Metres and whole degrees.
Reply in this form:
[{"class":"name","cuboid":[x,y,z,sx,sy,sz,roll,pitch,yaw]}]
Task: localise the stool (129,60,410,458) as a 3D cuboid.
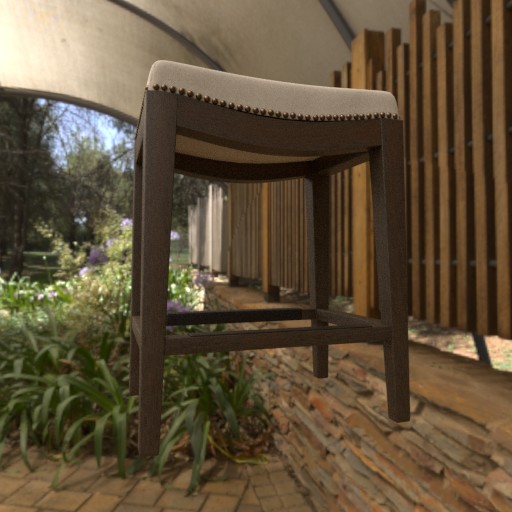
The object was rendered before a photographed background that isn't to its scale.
[{"class":"stool","cuboid":[0.000,0.000,0.939,0.500,0.642,0.361,0,-1,-18]}]
